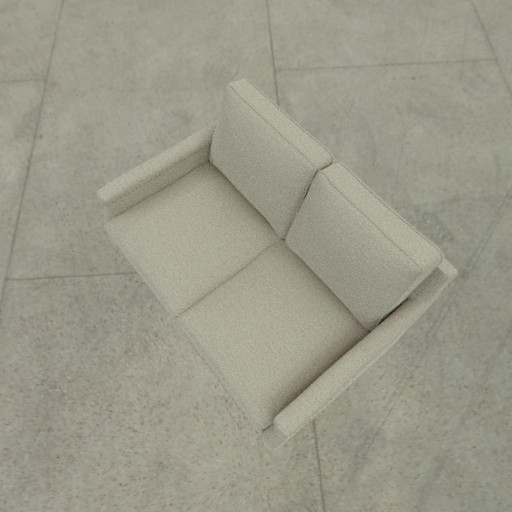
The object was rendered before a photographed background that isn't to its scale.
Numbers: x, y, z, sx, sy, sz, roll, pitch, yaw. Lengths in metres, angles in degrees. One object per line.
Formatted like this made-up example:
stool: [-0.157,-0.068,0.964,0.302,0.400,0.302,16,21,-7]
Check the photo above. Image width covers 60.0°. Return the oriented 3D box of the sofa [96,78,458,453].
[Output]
sofa: [0.000,0.000,2.348,1.084,1.003,1.597,-36,69,-16]
